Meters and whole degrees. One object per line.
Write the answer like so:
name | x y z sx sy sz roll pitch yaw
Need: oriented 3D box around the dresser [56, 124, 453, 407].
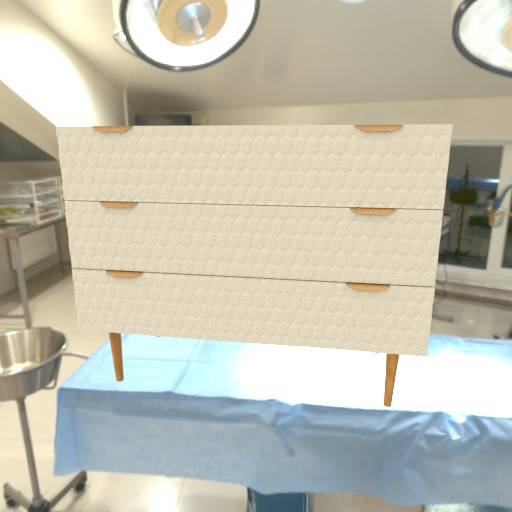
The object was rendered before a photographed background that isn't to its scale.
dresser | 0.000 0.000 1.297 0.905 0.721 0.457 2 15 9
